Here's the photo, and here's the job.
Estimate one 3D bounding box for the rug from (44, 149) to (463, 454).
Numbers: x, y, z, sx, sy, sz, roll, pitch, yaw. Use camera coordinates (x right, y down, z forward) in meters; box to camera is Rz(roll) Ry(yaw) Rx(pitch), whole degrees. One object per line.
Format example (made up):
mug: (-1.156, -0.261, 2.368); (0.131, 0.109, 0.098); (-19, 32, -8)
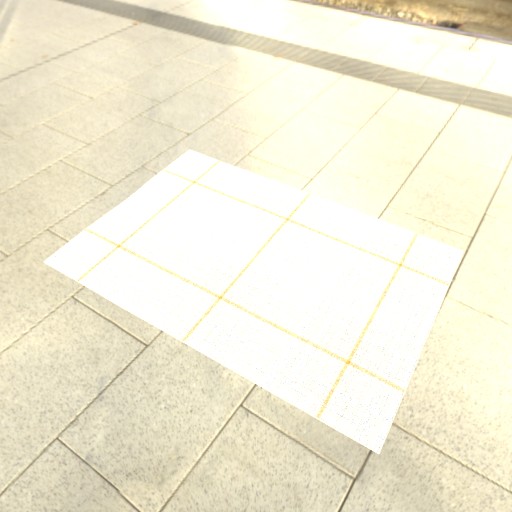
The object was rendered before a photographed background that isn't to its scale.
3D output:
rug: (0.000, 0.000, 2.318); (1.825, 0.015, 1.232); (24, 51, 21)
